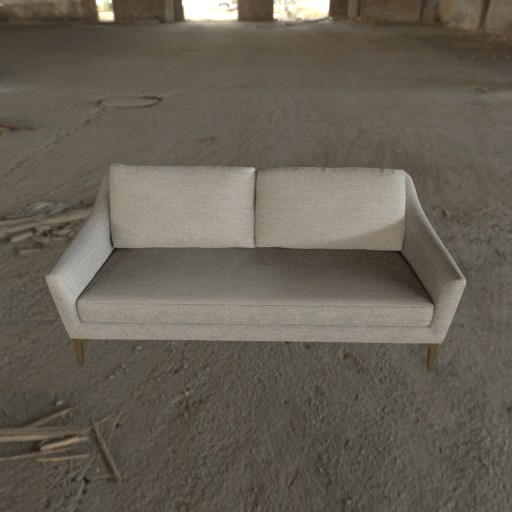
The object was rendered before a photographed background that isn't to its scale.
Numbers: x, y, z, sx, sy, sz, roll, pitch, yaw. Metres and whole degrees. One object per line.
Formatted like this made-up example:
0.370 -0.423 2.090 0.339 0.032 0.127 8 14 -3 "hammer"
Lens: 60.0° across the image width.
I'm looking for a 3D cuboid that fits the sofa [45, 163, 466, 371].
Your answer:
0.000 0.000 2.602 2.036 0.913 0.980 1 31 1 "sofa"
